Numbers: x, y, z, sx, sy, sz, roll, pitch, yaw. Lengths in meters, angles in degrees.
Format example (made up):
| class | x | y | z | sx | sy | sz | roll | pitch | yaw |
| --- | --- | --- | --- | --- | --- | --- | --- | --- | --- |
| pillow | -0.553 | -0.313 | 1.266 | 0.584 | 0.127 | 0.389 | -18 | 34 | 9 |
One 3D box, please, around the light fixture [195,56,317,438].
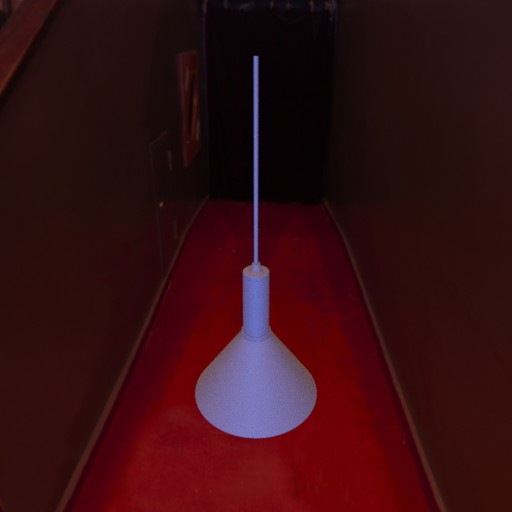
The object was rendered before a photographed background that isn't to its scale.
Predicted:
| class | x | y | z | sx | sy | sz | roll | pitch | yaw |
| --- | --- | --- | --- | --- | --- | --- | --- | --- | --- |
| light fixture | 0.000 | 0.000 | 0.829 | 0.267 | 0.683 | 0.267 | 0 | 27 | 0 |
